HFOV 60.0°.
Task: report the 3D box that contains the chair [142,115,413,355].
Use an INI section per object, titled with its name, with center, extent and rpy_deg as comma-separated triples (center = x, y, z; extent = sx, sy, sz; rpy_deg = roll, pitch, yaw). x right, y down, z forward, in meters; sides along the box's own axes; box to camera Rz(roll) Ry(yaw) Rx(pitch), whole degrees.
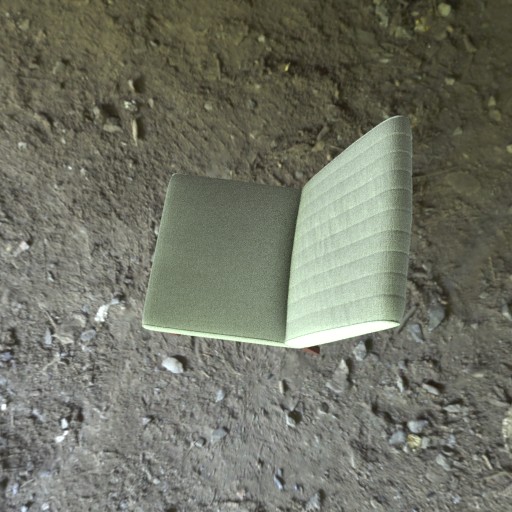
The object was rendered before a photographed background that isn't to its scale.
[chair]
center = 0.000, 0.000, 1.259
extent = 0.594, 0.900, 0.480
rpy_deg = 7, 75, 2
